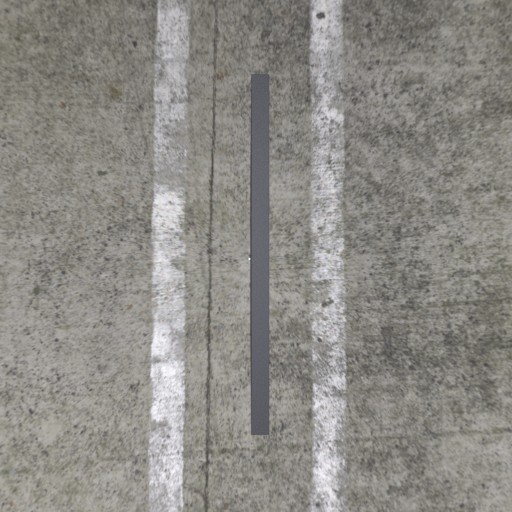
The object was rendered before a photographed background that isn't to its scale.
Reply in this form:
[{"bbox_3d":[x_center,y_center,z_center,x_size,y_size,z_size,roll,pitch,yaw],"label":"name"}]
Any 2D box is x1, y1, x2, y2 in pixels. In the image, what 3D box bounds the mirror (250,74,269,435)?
[{"bbox_3d":[0.000,0.000,1.545,0.038,1.219,0.762,0,90,-1],"label":"mirror"}]
